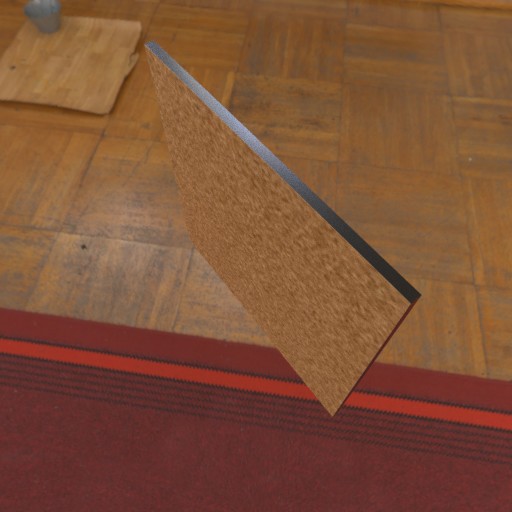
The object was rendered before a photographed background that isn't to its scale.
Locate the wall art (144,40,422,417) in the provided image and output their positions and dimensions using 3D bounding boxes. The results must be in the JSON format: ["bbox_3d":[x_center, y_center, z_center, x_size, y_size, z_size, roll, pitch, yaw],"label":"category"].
[{"bbox_3d":[0.000,0.000,0.652,0.014,0.445,0.446,-33,64,-18],"label":"wall art"}]
